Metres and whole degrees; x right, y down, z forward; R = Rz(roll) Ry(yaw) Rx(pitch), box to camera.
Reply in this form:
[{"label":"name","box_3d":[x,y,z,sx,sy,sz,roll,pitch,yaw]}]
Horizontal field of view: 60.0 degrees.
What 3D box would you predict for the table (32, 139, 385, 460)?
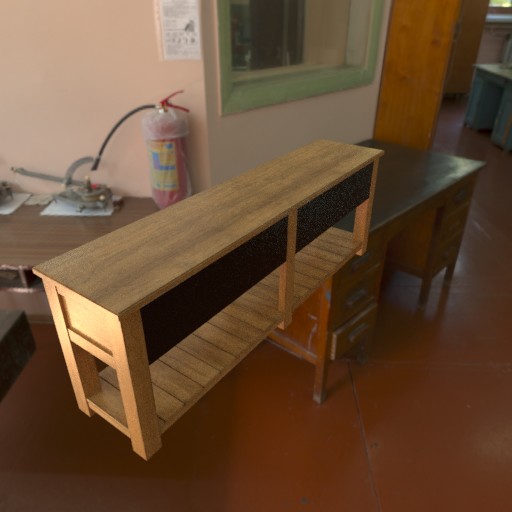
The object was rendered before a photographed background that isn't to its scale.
[{"label":"table","box_3d":[0.000,0.000,2.061,0.425,0.635,1.815,20,35,31]}]
